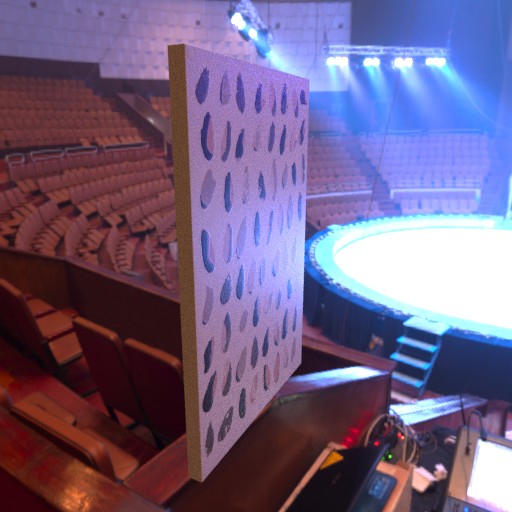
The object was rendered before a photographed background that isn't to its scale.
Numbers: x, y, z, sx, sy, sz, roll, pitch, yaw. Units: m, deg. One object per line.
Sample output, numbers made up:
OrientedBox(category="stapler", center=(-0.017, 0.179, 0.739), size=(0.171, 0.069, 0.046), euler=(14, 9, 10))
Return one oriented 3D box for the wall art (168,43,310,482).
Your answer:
OrientedBox(category="wall art", center=(0.000, 0.000, 1.154), size=(0.037, 0.916, 0.610), euler=(8, 17, 26))
